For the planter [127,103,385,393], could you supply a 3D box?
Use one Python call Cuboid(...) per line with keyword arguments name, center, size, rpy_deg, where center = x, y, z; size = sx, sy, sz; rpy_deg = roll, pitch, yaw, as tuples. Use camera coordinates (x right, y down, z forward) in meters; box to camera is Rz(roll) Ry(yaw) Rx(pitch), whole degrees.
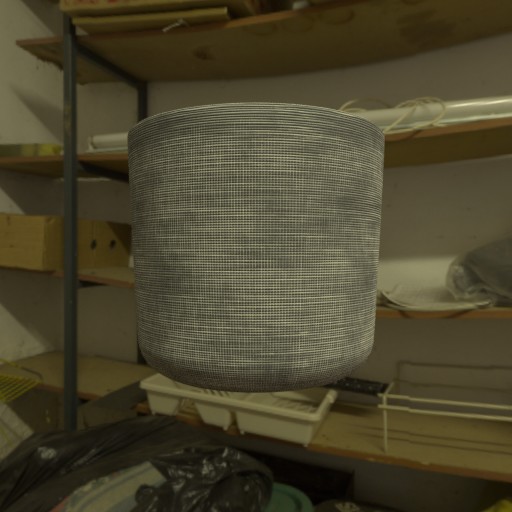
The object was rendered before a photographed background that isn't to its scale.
Cuboid(name="planter", center=(0.000, 0.000, 0.791), size=(0.440, 0.398, 0.440), rpy_deg=(0, 0, 0))
